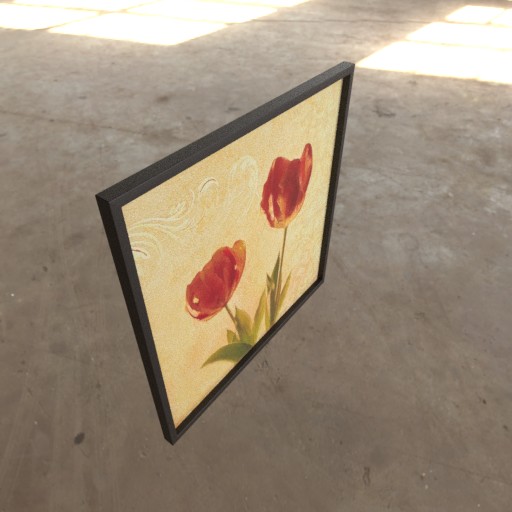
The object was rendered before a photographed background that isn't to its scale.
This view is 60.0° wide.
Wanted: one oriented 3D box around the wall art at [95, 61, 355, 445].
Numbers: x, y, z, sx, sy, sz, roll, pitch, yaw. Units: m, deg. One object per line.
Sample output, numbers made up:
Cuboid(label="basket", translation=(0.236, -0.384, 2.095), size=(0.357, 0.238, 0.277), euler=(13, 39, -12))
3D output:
Cuboid(label="wall art", translation=(0.000, 0.000, 1.200), size=(0.043, 0.807, 0.805), euler=(27, 48, 27))
